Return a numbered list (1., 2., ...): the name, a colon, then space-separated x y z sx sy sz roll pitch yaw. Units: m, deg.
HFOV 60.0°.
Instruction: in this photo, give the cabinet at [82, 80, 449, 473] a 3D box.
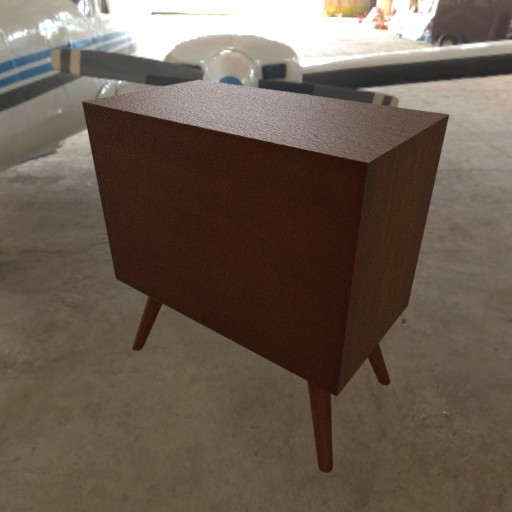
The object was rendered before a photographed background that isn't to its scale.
1. cabinet: 0.000 0.000 1.152 0.712 0.748 0.388 21 37 32
